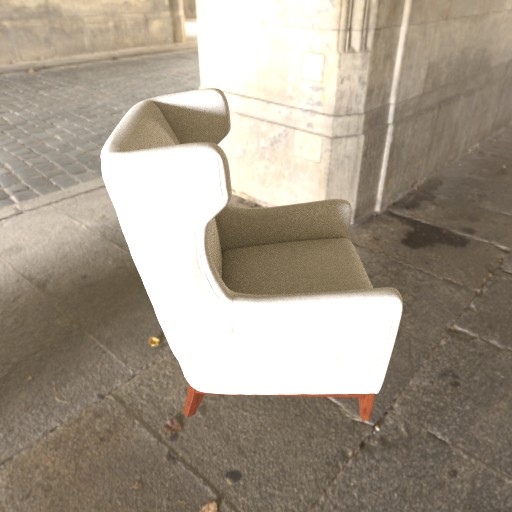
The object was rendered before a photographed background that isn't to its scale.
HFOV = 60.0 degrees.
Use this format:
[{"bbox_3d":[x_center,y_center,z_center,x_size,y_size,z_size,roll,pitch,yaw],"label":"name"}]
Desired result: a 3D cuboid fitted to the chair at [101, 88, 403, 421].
[{"bbox_3d":[0.000,0.000,1.673,0.899,1.079,0.778,-2,32,-3],"label":"chair"}]
